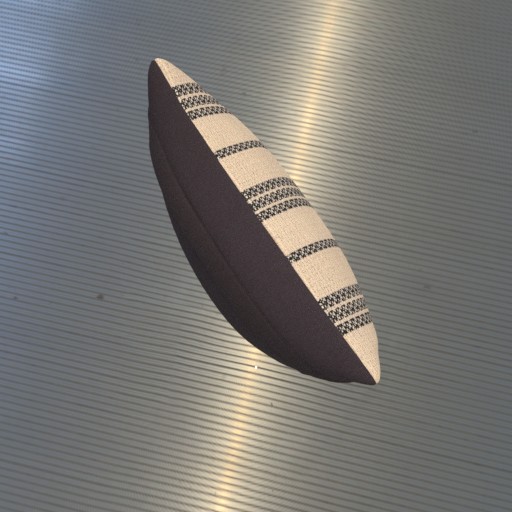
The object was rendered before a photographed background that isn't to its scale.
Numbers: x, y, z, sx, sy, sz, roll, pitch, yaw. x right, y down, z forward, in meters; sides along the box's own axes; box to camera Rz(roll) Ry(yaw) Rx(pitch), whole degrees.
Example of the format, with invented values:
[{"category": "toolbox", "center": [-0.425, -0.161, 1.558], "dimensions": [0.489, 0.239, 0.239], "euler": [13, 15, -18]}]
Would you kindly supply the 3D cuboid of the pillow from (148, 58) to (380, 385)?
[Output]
[{"category": "pillow", "center": [0.000, 0.000, 0.629], "dimensions": [0.173, 0.406, 0.405], "euler": [-32, 78, -8]}]
